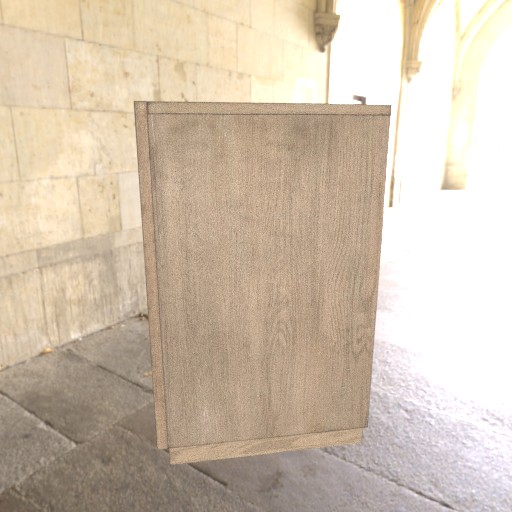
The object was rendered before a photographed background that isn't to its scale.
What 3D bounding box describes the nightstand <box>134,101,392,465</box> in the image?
[{"bbox_3d":[0.000,0.000,1.092,0.483,0.673,0.612,-2,15,-9],"label":"nightstand"}]
